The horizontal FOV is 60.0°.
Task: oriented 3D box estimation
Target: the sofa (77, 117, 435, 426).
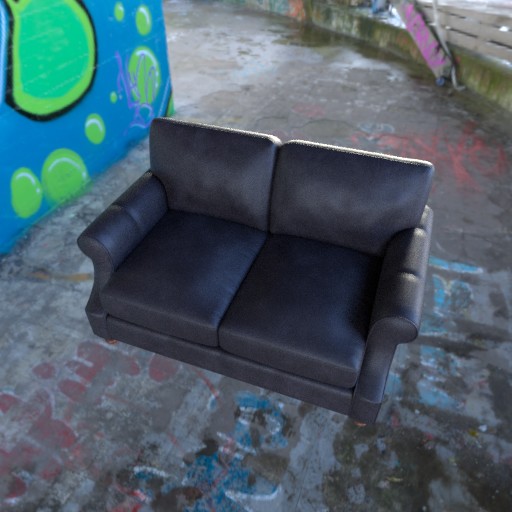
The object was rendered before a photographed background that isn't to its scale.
[{"bbox_3d":[0.000,0.000,2.316,1.663,0.979,1.030,14,43,15],"label":"sofa"}]
